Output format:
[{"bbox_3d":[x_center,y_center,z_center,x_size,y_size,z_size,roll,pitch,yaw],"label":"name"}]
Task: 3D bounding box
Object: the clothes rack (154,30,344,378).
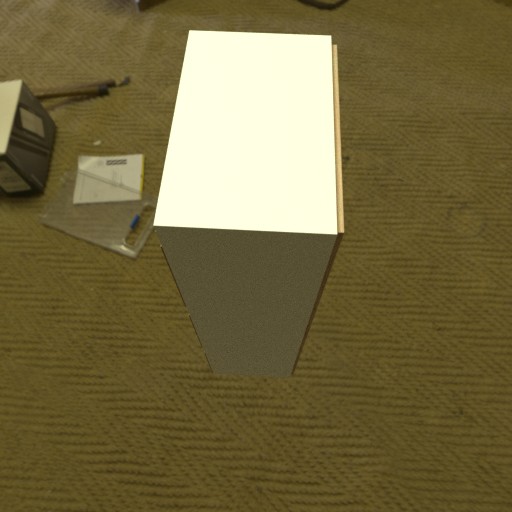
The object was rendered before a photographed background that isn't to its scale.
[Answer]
[{"bbox_3d":[0.000,0.000,1.391,0.331,1.187,0.500,3,63,1],"label":"clothes rack"}]
